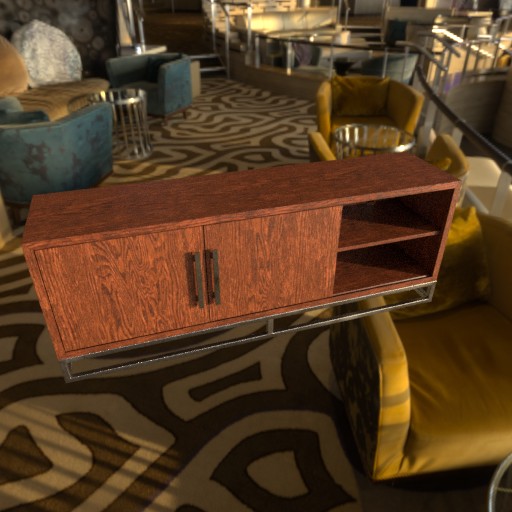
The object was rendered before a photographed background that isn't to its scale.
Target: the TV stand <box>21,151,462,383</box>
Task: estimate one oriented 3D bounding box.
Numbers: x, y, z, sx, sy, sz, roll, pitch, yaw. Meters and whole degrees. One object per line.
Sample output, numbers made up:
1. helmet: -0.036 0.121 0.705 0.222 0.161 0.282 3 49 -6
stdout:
1. TV stand: 0.000 0.000 1.772 1.541 0.578 0.382 -10 33 -15
